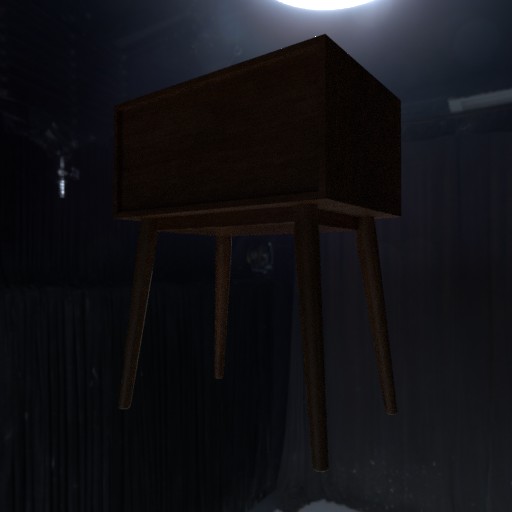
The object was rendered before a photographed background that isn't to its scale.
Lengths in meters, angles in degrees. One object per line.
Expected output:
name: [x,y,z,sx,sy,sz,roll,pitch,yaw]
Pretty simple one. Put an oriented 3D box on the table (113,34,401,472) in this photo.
table: [0.000,0.000,0.839,0.454,0.580,0.307,-1,-1,36]
